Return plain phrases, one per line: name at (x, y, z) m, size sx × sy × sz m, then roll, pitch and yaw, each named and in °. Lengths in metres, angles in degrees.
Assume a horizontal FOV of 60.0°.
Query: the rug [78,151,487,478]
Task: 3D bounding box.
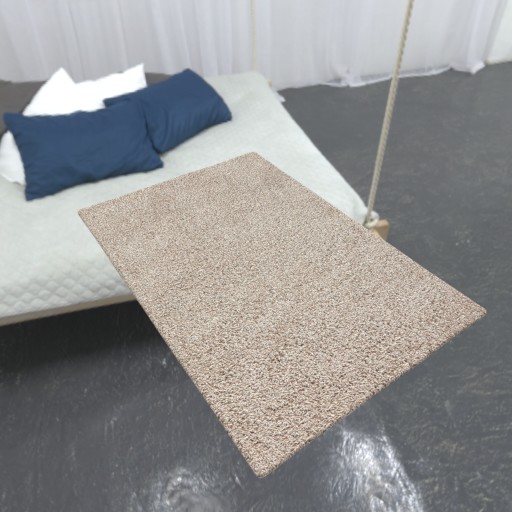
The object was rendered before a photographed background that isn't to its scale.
rug at (0.000, 0.000, 2.214) m, size 1.219 × 0.030 × 1.778 m, roll -25°, pitch 47°, yaw -26°
